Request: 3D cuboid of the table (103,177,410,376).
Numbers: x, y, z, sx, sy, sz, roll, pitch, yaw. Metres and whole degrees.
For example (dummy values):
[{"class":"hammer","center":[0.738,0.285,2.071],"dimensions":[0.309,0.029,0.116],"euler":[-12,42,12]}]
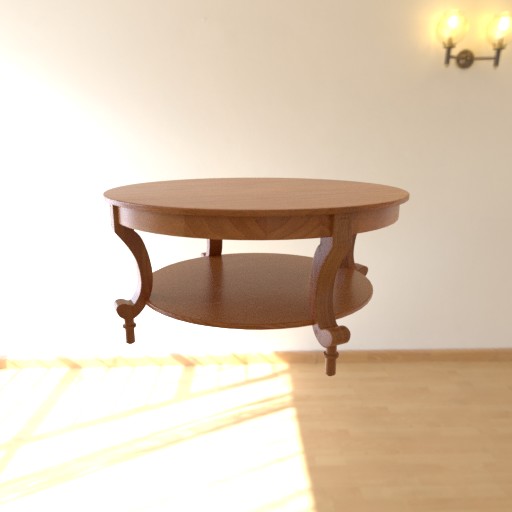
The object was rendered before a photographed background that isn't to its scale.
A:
[{"class":"table","center":[0.000,0.000,1.620],"dimensions":[1.029,0.490,1.029],"euler":[0,14,0]}]
